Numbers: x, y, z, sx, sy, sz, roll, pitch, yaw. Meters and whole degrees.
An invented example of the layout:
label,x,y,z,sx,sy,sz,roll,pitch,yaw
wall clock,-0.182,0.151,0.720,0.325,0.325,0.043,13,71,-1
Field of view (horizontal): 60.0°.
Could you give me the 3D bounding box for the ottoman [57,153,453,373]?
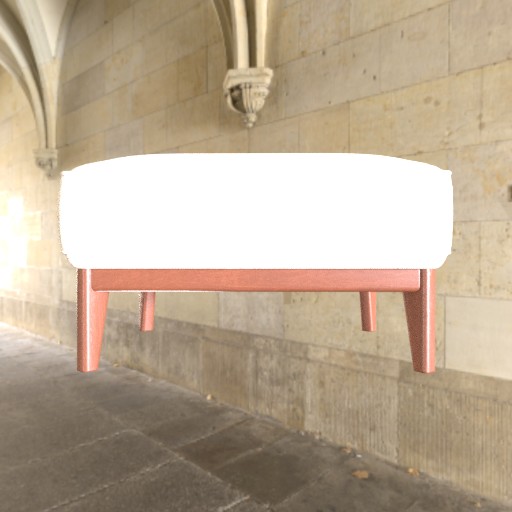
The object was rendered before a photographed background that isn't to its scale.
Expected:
label,x,y,z,sx,sy,sz,roll,pitch,yaw
ottoman,0.000,0.000,1.150,0.794,0.465,0.594,0,0,1
